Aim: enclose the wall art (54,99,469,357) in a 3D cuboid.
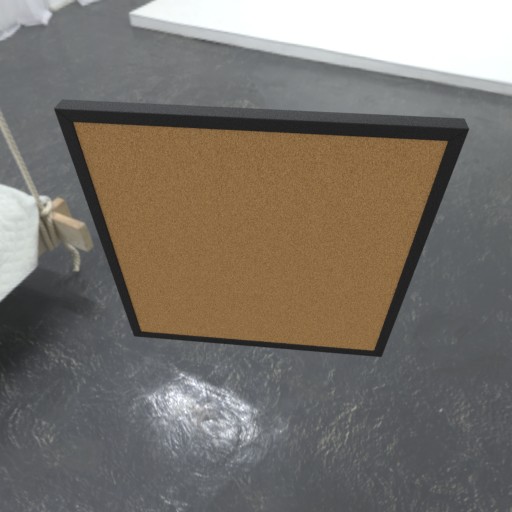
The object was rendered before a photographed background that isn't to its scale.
[{"bbox_3d":[0.000,0.000,1.096,0.763,0.763,0.037,4,46,4],"label":"wall art"}]
